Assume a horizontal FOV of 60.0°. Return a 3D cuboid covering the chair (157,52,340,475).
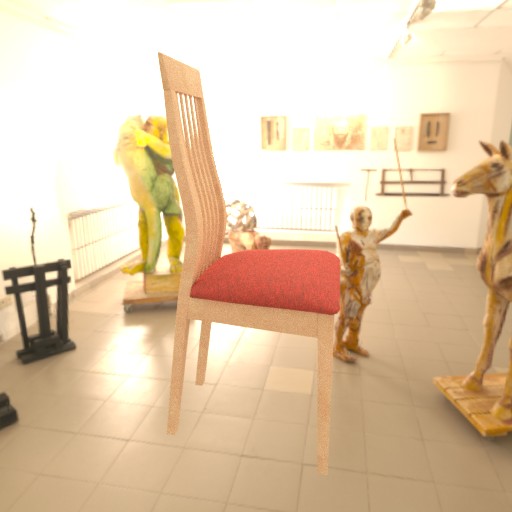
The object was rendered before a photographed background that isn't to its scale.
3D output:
[{"bbox_3d":[0.000,0.000,1.251,0.474,1.027,0.460,3,15,10],"label":"chair"}]
